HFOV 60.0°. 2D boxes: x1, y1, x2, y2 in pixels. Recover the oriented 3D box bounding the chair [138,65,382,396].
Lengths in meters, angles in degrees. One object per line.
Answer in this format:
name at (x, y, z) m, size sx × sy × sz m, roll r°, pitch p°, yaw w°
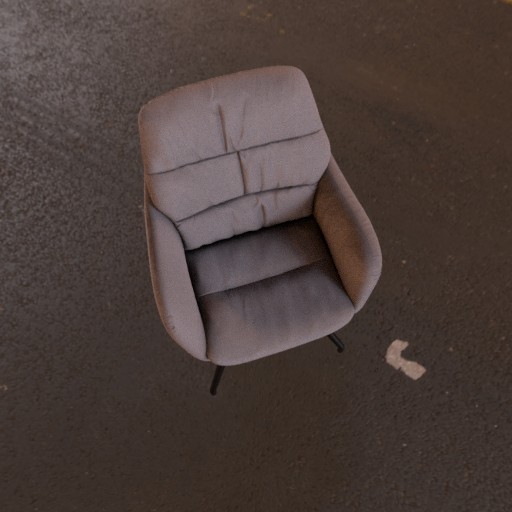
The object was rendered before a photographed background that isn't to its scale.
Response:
chair at (0.000, 0.000, 1.286) m, size 0.579 × 0.888 × 0.569 m, roll -17°, pitch 66°, yaw -8°
